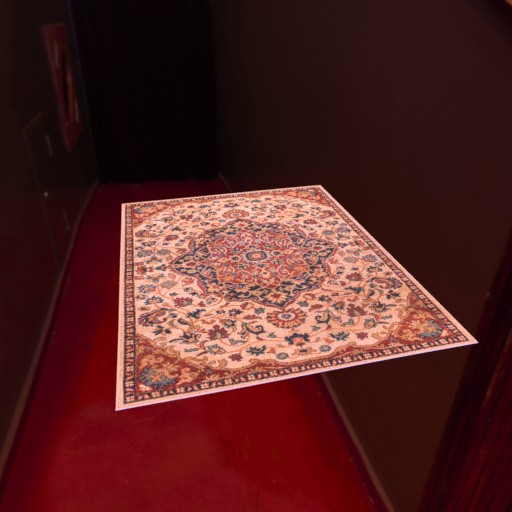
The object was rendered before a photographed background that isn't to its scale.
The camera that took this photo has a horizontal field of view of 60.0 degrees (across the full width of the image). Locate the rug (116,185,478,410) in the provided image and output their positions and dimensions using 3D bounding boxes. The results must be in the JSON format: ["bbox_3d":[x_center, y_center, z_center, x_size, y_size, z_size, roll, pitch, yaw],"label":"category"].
[{"bbox_3d":[0.000,0.000,4.131,2.454,0.005,3.067,-7,31,-12],"label":"rug"}]
